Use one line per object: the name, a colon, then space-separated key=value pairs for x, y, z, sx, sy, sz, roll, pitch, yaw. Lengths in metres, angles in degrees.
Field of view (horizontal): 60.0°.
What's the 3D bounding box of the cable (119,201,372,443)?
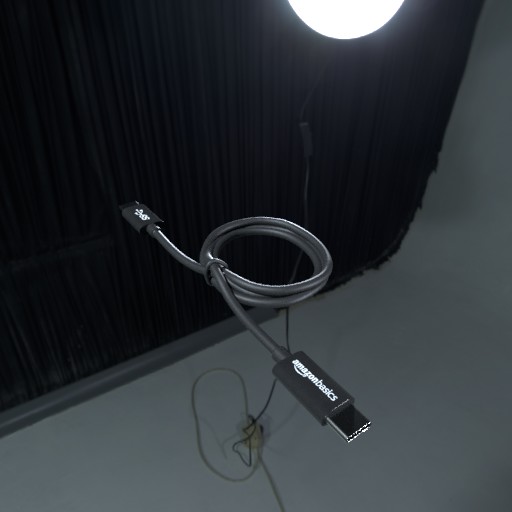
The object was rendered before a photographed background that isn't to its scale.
cable: x=0.000 y=0.000 z=0.208 sx=0.070 sy=0.014 sz=0.186 roll=-21 pitch=38 yaw=-29
